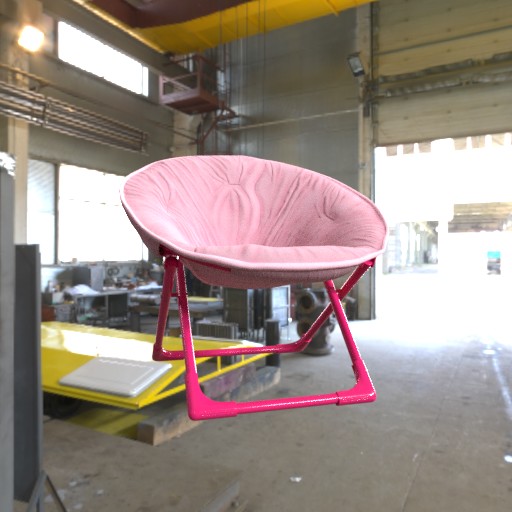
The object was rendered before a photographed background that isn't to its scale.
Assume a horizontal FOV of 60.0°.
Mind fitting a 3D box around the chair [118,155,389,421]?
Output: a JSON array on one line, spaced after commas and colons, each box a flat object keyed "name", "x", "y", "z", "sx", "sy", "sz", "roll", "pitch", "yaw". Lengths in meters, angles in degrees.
[{"name": "chair", "x": 0.000, "y": 0.000, "z": 0.881, "sx": 0.522, "sy": 0.494, "sz": 0.459, "roll": 0, "pitch": 0, "yaw": -16}]
